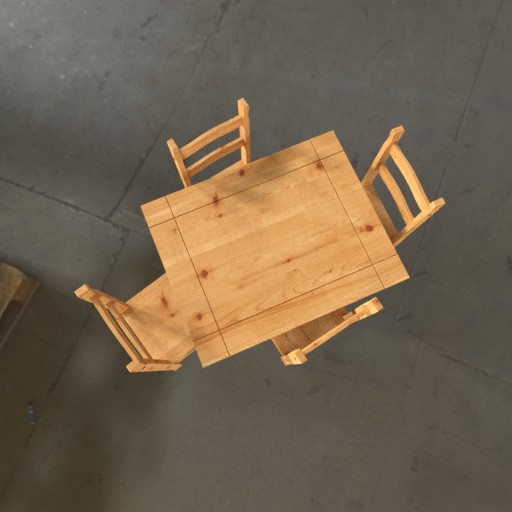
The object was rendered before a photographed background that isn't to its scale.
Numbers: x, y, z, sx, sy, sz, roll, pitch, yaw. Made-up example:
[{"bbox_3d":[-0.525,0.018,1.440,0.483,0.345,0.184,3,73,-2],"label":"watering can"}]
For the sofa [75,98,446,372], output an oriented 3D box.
[{"bbox_3d":[0.000,0.000,2.277,1.529,1.000,1.144,-23,77,-5],"label":"sofa"}]
